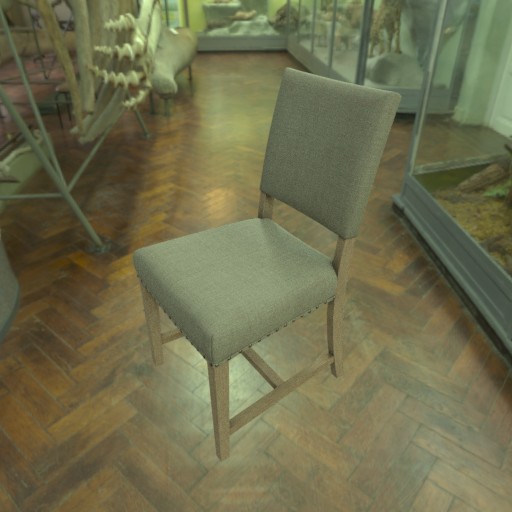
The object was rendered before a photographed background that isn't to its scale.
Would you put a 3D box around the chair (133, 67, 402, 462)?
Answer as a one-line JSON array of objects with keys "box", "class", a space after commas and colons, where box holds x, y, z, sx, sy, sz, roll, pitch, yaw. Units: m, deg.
[{"box": [0.000, 0.000, 1.379, 0.622, 0.986, 0.508, -20, 38, -29], "class": "chair"}]
